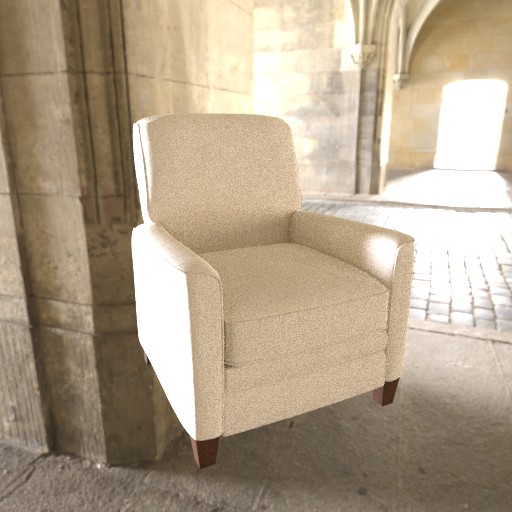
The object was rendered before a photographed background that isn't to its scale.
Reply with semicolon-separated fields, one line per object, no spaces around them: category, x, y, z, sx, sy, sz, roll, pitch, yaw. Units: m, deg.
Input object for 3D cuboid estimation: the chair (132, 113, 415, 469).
chair;0.000;0.000;1.652;0.841;1.028;0.858;-8;18;-25
